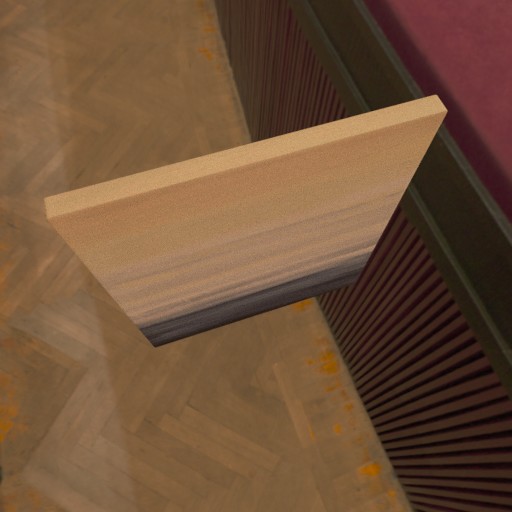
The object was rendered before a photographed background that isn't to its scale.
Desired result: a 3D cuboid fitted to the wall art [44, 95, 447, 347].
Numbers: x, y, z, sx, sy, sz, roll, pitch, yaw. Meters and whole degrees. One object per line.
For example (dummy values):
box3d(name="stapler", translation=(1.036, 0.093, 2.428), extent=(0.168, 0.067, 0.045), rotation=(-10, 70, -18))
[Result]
box3d(name="wall art", translation=(0.000, 0.000, 0.963), extent=(0.608, 0.710, 0.041), rotation=(-17, 66, -8))
